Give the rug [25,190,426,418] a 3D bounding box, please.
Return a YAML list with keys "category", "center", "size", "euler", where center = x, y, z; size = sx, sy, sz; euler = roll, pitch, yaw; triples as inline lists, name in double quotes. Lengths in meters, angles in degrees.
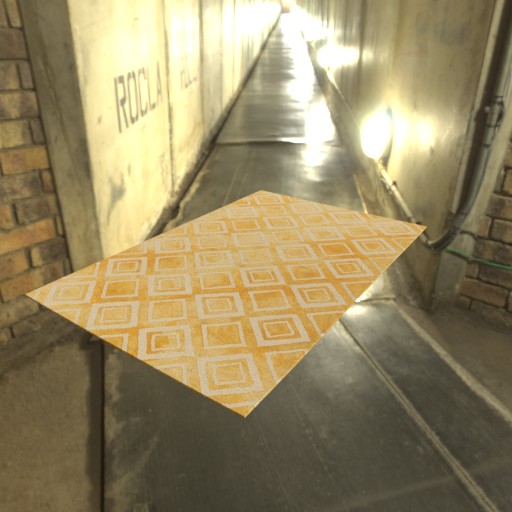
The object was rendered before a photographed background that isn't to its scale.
- category: "rug"
  center: [0.000, 0.000, 2.299]
  size: [1.213, 0.010, 1.829]
  euler: [17, 31, 31]
